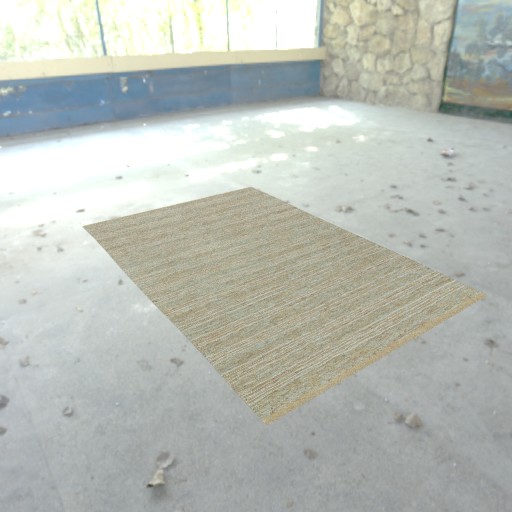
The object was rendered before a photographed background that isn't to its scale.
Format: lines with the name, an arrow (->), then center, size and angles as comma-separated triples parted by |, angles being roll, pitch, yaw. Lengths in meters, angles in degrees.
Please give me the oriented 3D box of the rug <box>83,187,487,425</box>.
rug -> 0.000, 0.000, 2.312 | 1.240, 0.010, 1.824 | -19, 33, -31
